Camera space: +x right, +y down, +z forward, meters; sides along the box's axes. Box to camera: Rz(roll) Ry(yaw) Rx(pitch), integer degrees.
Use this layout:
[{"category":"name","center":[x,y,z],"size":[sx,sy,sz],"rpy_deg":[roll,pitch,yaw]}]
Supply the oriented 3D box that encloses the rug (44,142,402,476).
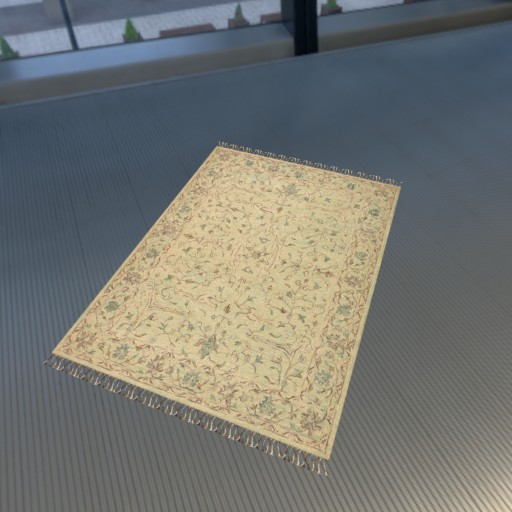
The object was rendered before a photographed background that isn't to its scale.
[{"category":"rug","center":[0.000,0.000,2.280],"size":[1.247,0.008,1.802],"rpy_deg":[16,49,14]}]
